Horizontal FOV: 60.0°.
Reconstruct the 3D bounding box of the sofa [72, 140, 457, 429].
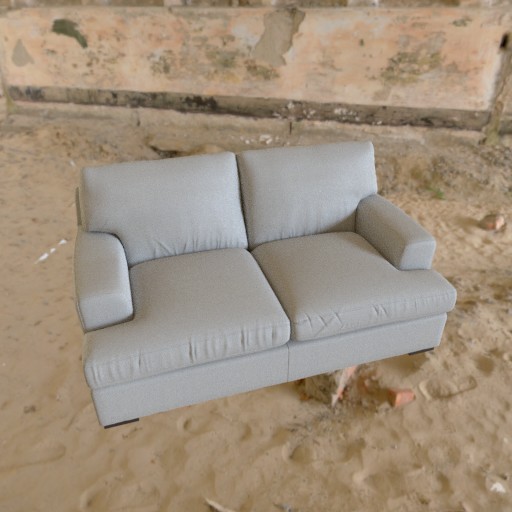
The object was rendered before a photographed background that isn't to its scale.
[{"bbox_3d":[0.000,0.000,2.440,1.880,0.940,1.143,-9,32,-15],"label":"sofa"}]
